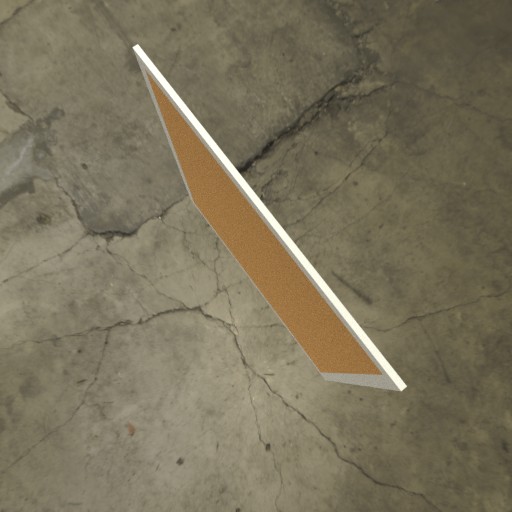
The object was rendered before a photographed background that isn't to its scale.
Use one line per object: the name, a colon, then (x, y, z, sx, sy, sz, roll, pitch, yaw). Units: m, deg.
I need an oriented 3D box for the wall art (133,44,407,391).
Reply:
wall art: (0.000, 0.000, 1.193, 0.013, 0.813, 0.812, -35, 78, -8)
